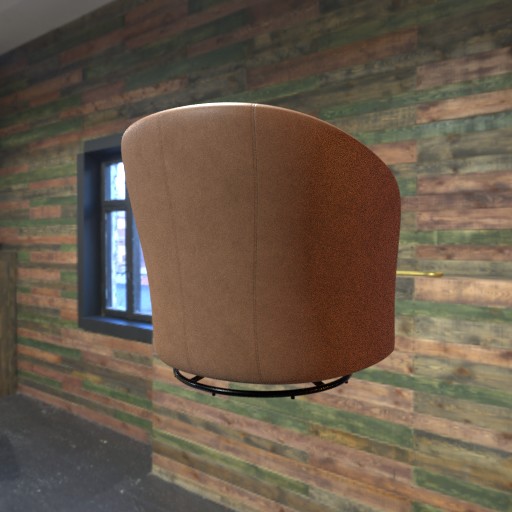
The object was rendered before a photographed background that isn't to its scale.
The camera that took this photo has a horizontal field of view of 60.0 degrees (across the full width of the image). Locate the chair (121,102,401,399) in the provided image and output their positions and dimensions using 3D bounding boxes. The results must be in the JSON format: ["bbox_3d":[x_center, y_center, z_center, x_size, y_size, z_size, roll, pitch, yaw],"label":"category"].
[{"bbox_3d":[0.000,0.000,1.454,0.791,0.771,0.815,1,2,37],"label":"chair"}]
